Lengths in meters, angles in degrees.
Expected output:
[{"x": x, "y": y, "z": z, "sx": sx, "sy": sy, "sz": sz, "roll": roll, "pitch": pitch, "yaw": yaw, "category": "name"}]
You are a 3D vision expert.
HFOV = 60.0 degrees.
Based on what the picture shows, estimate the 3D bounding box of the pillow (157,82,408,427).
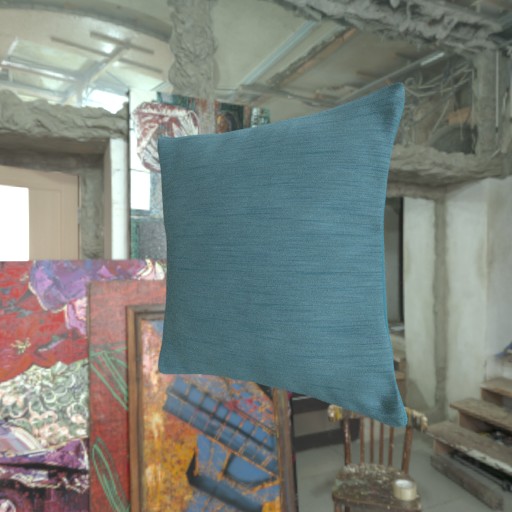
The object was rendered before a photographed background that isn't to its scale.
[{"x": 0.000, "y": 0.000, "z": 0.648, "sx": 0.433, "sy": 0.415, "sz": 0.151, "roll": 0, "pitch": 0, "yaw": 36, "category": "pillow"}]
